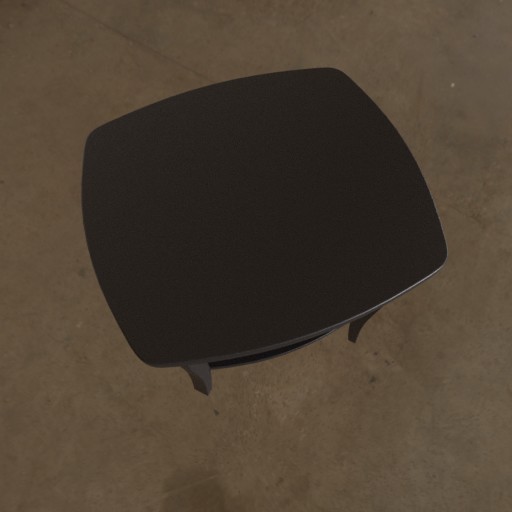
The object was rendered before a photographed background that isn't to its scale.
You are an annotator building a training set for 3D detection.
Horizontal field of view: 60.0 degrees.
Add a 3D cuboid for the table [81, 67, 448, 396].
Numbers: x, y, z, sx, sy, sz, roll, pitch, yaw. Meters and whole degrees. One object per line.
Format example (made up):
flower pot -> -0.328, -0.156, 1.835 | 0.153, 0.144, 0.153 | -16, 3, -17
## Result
table -> 0.000, 0.000, 0.866 | 0.508, 0.457, 0.457 | -18, 66, -8
